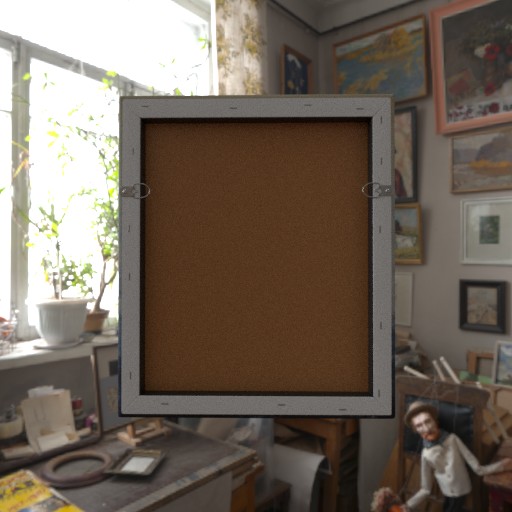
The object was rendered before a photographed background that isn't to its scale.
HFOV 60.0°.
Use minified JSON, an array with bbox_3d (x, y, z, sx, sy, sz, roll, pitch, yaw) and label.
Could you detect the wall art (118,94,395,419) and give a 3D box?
[{"bbox_3d":[0.000,0.000,0.988,0.608,0.710,0.041,0,-1,1],"label":"wall art"}]
